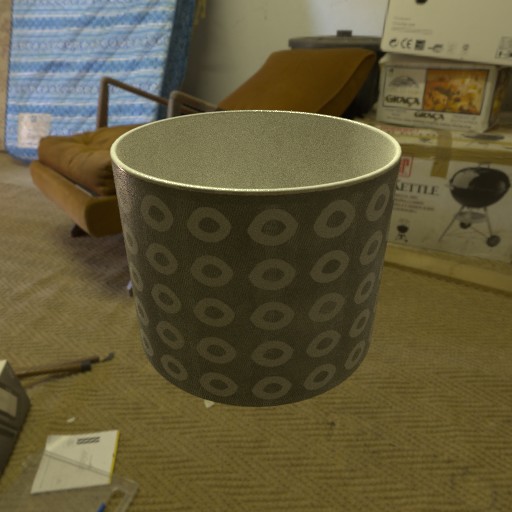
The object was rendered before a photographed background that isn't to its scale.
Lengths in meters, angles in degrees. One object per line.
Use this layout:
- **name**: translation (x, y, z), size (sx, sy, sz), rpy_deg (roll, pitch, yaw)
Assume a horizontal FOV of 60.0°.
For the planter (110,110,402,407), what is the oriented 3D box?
- **planter**: translation (0.000, 0.000, 0.344), size (0.190, 0.181, 0.190), rpy_deg (0, 30, 0)
